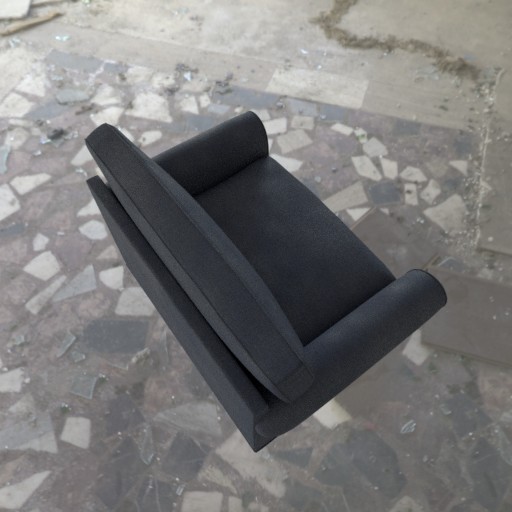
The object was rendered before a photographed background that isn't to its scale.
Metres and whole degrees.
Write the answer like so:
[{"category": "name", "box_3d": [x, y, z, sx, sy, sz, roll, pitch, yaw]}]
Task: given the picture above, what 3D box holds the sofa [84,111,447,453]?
[{"category": "sofa", "box_3d": [0.000, 0.000, 2.042, 0.938, 1.004, 1.405, -32, 63, -18]}]
